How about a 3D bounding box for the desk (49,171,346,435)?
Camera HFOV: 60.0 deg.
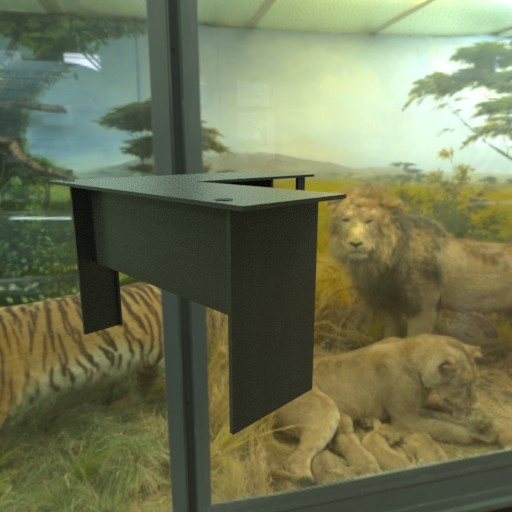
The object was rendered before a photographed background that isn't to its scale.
[{"bbox_3d":[0.000,0.000,2.110,1.361,0.716,1.303,-13,19,-43],"label":"desk"}]
